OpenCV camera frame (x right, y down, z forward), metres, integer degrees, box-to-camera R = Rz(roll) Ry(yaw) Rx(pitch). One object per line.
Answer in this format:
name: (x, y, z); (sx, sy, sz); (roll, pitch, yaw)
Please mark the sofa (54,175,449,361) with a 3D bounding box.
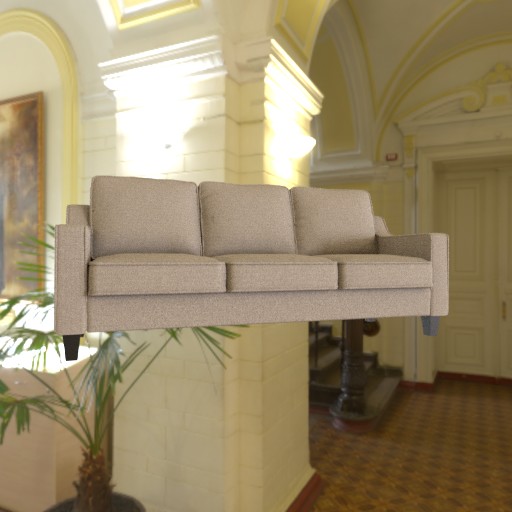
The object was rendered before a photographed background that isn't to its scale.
sofa: (0.000, 0.000, 2.646); (2.129, 0.950, 0.899); (0, 0, -19)
